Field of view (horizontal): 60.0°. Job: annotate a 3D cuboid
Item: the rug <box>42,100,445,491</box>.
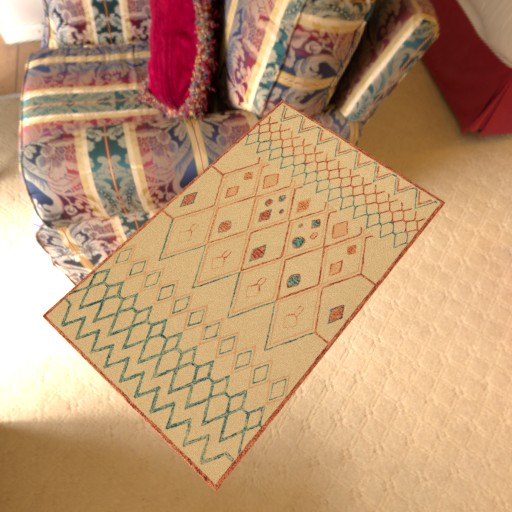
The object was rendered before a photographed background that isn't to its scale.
[{"bbox_3d":[0.000,0.000,3.025,1.524,0.015,2.438,38,70,16],"label":"rug"}]
